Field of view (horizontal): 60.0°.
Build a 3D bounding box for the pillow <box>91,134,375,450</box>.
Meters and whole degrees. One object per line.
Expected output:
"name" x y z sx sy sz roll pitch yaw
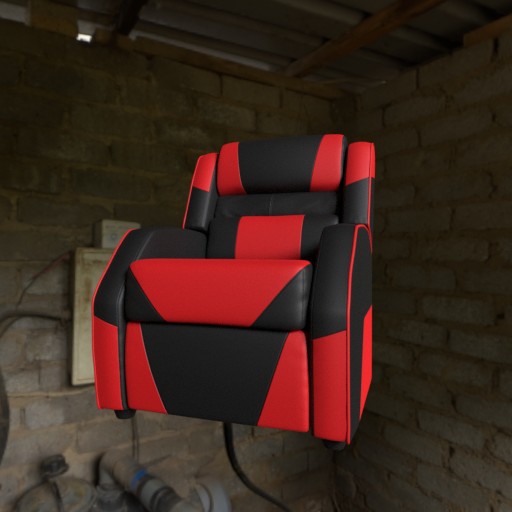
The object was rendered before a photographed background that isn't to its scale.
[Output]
"pillow" 0.000 0.000 1.265 0.620 0.805 0.672 0 1 19
